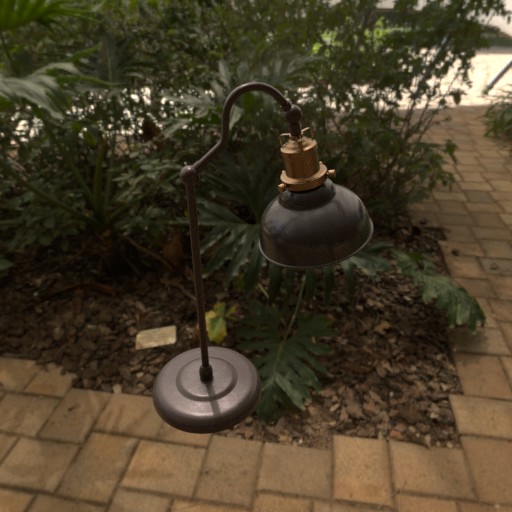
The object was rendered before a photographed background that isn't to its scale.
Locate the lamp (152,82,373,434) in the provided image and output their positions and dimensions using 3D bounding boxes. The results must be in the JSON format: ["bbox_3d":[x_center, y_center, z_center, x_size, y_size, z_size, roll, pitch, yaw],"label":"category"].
[{"bbox_3d":[0.000,0.000,0.688,0.374,0.508,0.192,-10,31,-17],"label":"lamp"}]
